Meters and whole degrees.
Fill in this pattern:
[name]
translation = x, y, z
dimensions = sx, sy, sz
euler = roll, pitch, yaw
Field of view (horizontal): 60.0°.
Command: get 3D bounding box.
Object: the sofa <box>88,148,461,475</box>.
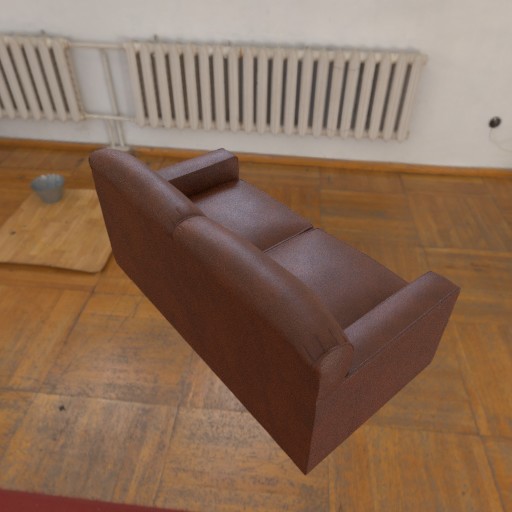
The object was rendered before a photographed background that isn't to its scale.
[sofa]
translation = 0.000, 0.000, 2.433
dimensions = 1.000, 0.966, 1.856
euler = -27, 47, -29
